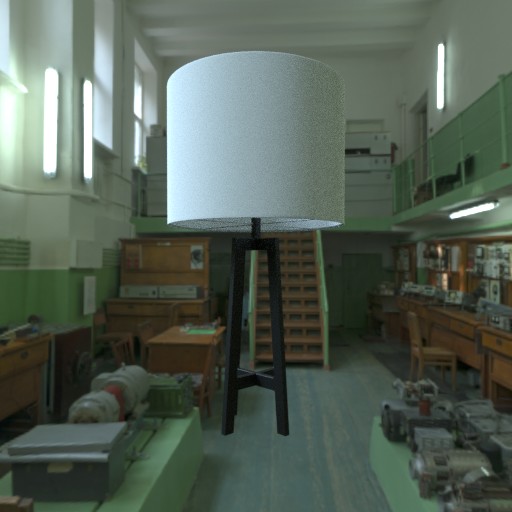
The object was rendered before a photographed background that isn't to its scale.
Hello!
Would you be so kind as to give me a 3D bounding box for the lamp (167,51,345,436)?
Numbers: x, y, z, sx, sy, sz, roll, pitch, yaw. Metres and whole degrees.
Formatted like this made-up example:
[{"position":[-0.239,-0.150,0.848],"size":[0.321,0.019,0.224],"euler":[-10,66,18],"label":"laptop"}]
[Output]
[{"position":[0.000,0.000,0.650],"size":[0.257,0.489,0.257],"euler":[0,-1,1],"label":"lamp"}]
